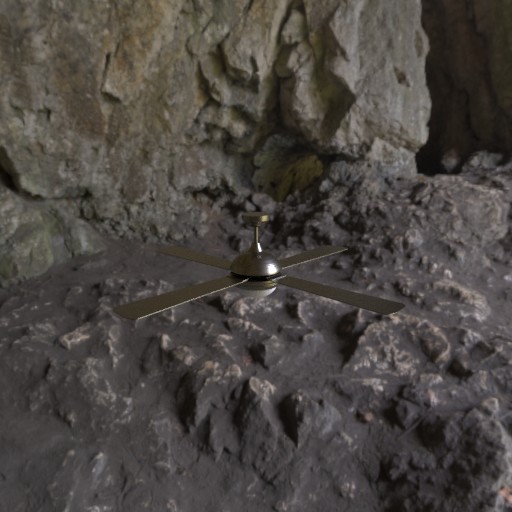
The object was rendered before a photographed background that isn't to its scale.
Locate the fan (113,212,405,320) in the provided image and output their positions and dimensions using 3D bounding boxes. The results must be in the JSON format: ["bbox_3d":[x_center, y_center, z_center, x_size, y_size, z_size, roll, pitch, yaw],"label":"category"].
[{"bbox_3d":[0.000,0.000,1.996,1.321,0.381,1.321,-7,16,-26],"label":"fan"}]
